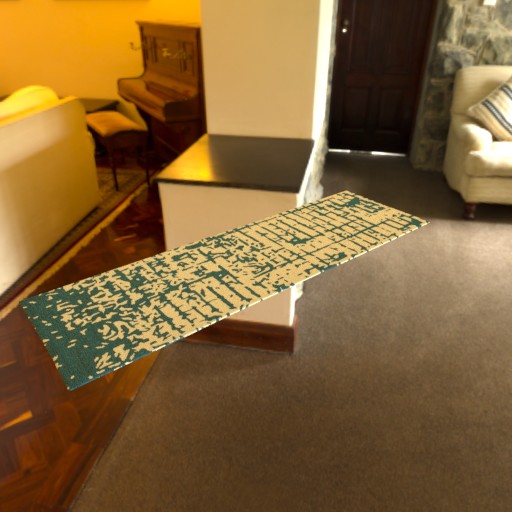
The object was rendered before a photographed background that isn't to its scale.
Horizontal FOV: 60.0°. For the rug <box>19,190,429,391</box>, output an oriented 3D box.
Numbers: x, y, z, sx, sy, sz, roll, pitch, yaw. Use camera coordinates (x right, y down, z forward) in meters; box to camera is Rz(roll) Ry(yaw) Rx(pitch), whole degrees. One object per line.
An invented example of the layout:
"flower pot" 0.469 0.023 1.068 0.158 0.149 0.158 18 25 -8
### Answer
"rug" 0.000 0.000 2.617 2.435 0.011 0.750 -21 36 -33
